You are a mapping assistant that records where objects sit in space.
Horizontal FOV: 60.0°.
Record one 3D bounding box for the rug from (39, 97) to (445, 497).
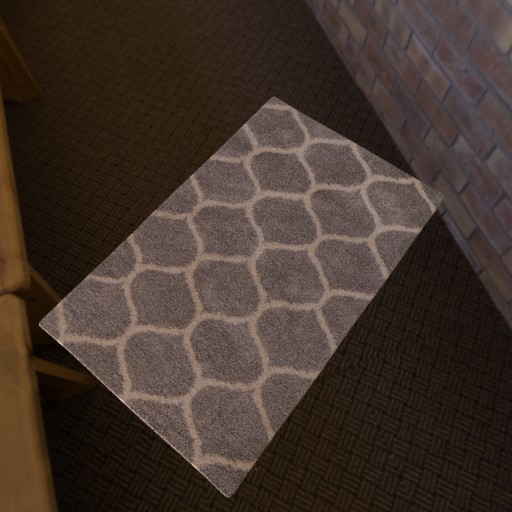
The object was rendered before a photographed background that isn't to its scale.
[{"bbox_3d":[0.000,0.000,2.874,1.501,0.025,2.348,35,69,16],"label":"rug"}]
